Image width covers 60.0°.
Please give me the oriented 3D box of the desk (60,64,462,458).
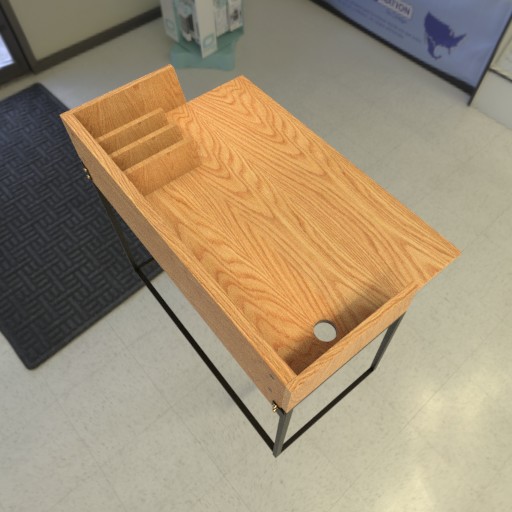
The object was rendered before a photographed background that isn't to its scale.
[{"bbox_3d":[0.000,0.000,1.825,0.769,1.061,1.191,-34,64,-19],"label":"desk"}]
